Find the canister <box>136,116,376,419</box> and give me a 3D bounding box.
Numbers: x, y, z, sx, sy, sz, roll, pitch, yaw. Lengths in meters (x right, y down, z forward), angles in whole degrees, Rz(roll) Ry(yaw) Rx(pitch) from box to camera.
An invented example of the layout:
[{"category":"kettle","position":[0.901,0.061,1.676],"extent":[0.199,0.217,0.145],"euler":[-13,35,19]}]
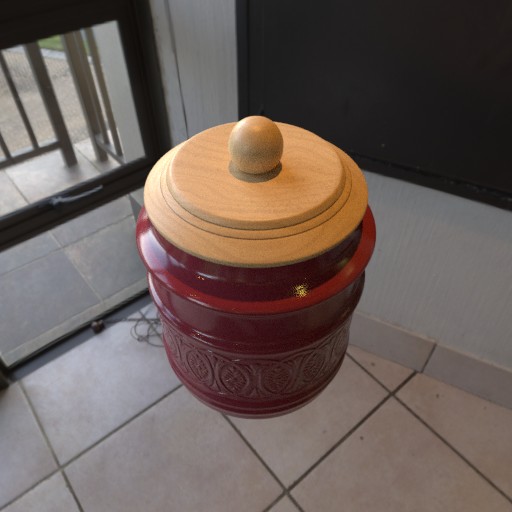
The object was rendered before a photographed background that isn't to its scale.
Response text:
[{"category":"canister","position":[0.000,0.000,0.264],"extent":[0.130,0.176,0.130],"euler":[0,46,0]}]
